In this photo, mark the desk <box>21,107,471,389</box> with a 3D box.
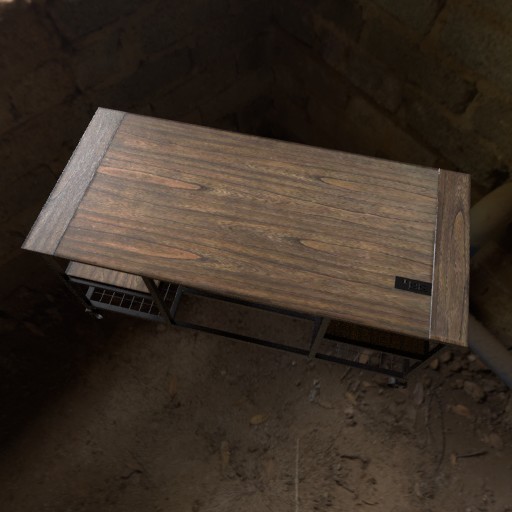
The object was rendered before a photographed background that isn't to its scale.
[{"bbox_3d":[0.000,0.000,1.990,1.590,0.751,0.711,12,63,6],"label":"desk"}]
